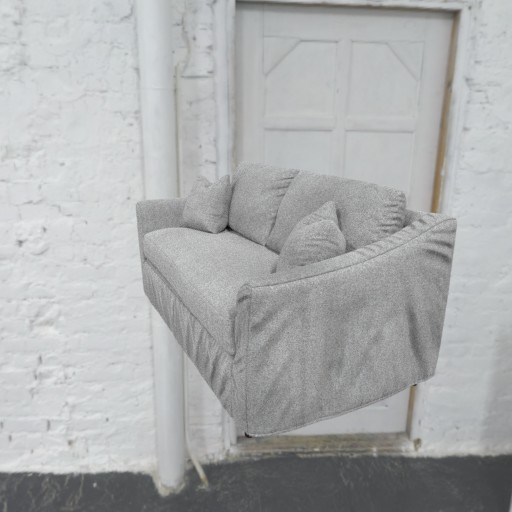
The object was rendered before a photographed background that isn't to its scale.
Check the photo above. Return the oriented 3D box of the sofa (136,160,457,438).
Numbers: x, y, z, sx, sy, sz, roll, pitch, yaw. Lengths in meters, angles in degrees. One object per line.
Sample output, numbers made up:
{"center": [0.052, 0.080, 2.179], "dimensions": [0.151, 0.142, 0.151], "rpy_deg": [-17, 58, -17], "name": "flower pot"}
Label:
{"center": [0.000, 0.000, 2.706], "dimensions": [1.072, 1.018, 2.010], "rpy_deg": [-8, 18, -25], "name": "sofa"}
